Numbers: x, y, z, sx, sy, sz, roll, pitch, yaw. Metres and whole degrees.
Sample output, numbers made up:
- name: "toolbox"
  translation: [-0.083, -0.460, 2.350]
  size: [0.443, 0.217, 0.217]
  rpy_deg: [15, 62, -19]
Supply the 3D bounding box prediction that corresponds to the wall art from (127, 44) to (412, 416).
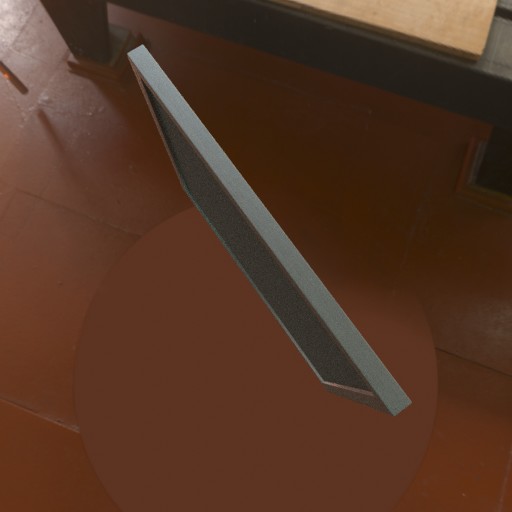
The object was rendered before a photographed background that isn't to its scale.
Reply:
- name: "wall art"
  translation: [0.000, 0.000, 0.755]
  size: [0.028, 0.457, 0.556]
  rpy_deg: [-34, 79, -8]
